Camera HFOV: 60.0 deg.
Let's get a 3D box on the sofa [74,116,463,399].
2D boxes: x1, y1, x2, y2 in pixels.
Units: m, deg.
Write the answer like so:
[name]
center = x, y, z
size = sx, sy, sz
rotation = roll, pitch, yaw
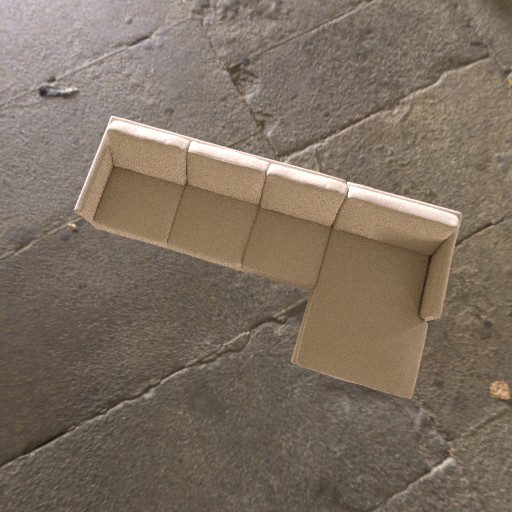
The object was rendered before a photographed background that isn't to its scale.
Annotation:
[sofa]
center = 0.000, 0.000, 3.914
size = 3.186, 0.861, 1.625
rotation = 16, 78, 3
